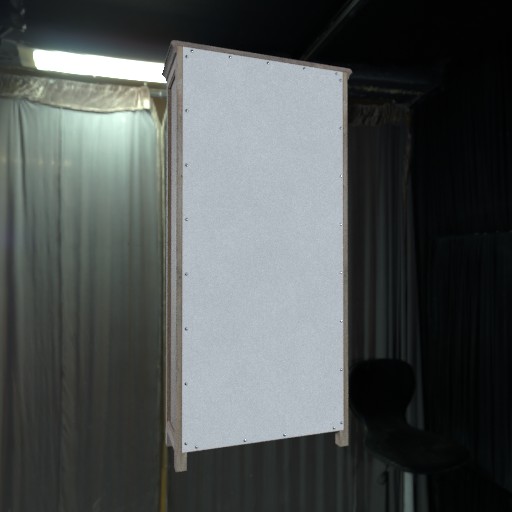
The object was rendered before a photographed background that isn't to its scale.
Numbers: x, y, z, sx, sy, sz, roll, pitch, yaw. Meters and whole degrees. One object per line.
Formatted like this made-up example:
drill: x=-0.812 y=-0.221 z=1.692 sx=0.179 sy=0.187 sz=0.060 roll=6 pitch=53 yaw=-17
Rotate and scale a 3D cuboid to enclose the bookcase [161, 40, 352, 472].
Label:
bookcase: x=0.000 y=0.000 z=2.231 sx=0.906 sy=1.880 sz=0.348 roll=0 pitch=-1 yaw=-19
